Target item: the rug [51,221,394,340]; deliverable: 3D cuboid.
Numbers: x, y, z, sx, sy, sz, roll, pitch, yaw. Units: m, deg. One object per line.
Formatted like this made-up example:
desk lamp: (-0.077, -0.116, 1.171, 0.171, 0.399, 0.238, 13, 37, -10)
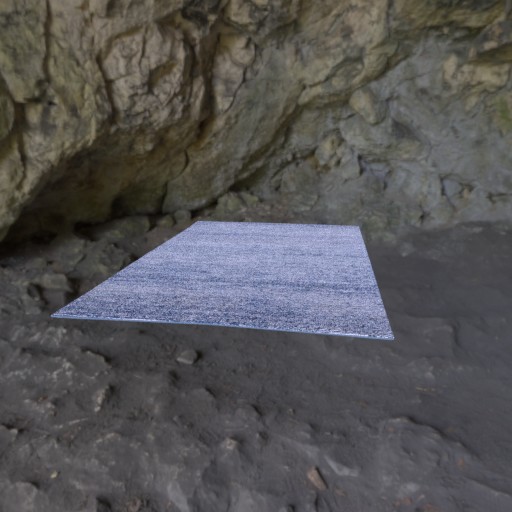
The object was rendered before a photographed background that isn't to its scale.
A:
rug: (0.000, 0.000, 2.279, 1.145, 0.021, 1.777, 2, 15, 9)
